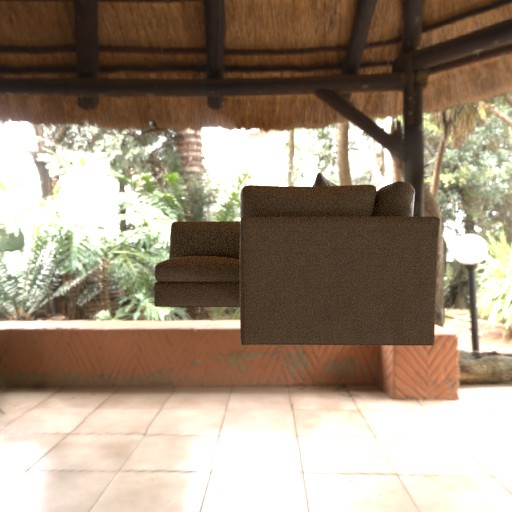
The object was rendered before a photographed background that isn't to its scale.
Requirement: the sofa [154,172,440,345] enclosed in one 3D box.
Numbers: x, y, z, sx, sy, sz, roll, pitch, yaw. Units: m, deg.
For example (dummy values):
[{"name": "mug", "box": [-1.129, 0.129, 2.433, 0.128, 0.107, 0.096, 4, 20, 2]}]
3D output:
[{"name": "sofa", "box": [0.000, 0.000, 3.800, 1.994, 0.978, 2.896, 0, 0, 1]}]
